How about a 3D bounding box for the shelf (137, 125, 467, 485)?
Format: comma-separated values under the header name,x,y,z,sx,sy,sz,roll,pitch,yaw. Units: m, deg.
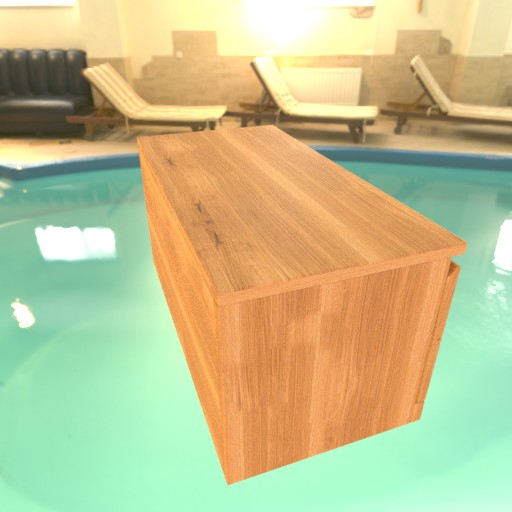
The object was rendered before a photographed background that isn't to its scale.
name,x,y,z,sx,sy,sz,roll,pitch,yaw
shelf,0.000,0.000,1.046,0.400,0.400,0.800,-10,31,-17
